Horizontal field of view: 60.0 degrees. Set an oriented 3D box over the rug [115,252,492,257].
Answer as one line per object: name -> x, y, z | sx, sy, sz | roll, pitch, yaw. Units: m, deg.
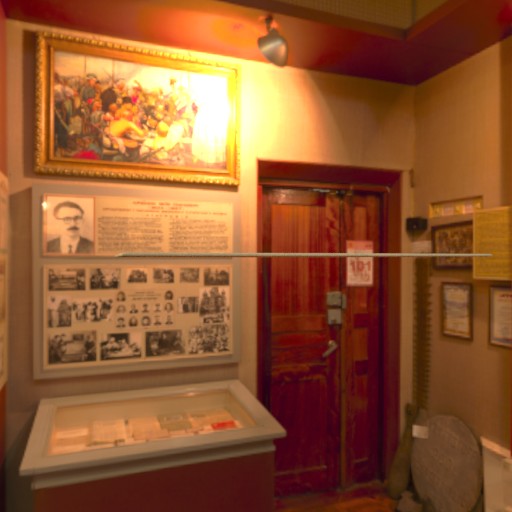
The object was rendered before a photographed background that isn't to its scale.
rug -> 0.000, 0.000, 4.043 | 2.430, 0.018, 2.976 | 0, 0, -18
